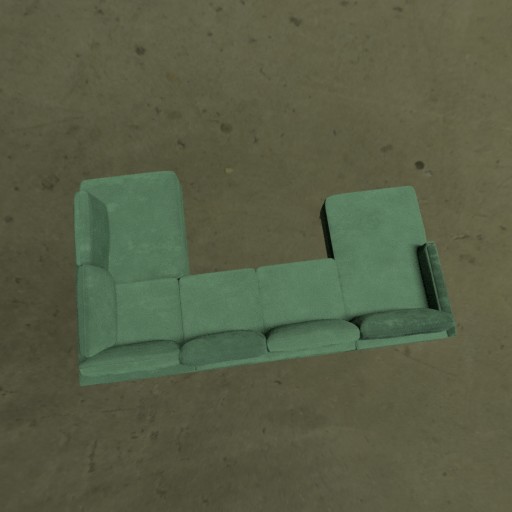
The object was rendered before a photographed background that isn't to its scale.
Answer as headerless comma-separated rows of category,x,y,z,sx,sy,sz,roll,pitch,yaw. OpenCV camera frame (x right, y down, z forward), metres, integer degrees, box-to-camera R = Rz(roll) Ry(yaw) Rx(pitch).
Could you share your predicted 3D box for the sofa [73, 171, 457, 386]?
sofa,0.000,0.000,4.400,3.434,0.992,2.055,-7,76,-2
